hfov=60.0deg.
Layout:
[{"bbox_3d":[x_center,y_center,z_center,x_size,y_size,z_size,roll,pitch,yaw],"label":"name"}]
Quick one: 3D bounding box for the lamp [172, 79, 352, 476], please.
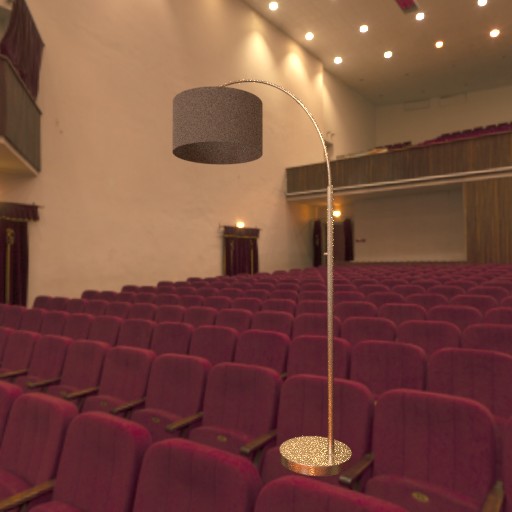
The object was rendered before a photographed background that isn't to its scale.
[{"bbox_3d":[0.000,0.000,2.088,0.934,1.735,0.452,-1,-2,37],"label":"lamp"}]
